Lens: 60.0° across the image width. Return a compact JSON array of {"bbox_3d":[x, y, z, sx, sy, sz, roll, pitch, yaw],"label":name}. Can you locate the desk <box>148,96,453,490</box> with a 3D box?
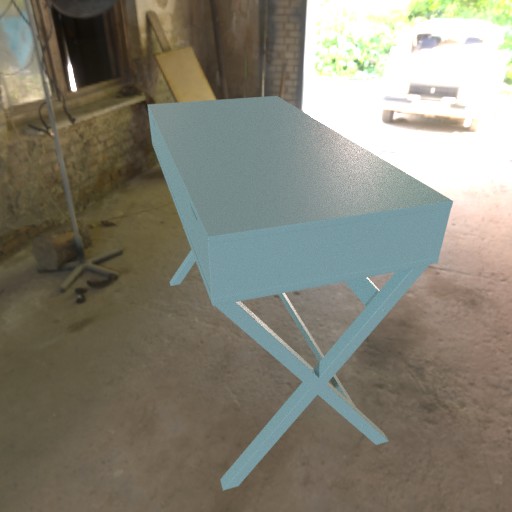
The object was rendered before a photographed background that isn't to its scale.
[{"bbox_3d":[0.000,0.000,1.463,0.509,0.780,1.059,-9,32,-15],"label":"desk"}]
